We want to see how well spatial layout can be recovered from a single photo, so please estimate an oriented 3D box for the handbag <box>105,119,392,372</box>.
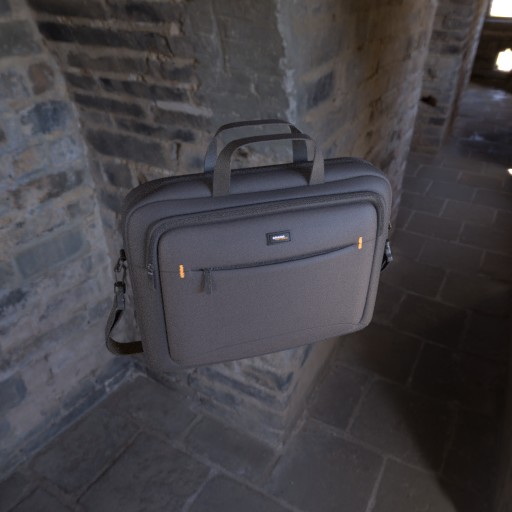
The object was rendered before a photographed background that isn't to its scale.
[{"bbox_3d":[0.000,0.000,0.592,0.429,0.330,0.126,-9,33,-14],"label":"handbag"}]
